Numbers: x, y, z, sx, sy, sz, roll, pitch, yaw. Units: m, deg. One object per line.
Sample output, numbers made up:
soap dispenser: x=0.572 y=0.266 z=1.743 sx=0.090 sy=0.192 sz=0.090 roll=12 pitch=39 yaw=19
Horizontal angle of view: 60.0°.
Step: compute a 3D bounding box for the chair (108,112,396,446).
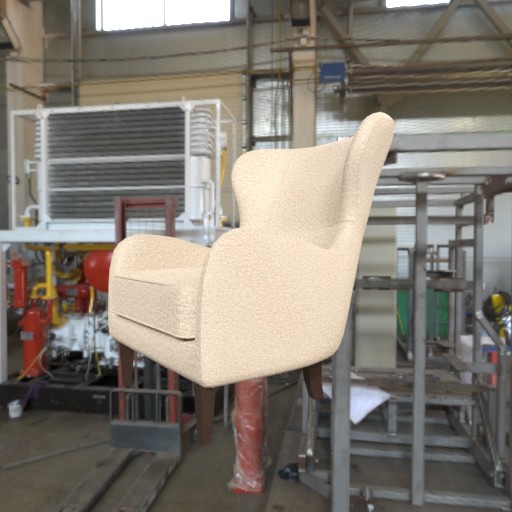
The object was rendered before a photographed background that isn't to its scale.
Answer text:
chair: x=0.000 y=0.000 z=1.782 sx=0.984 sy=1.064 sz=0.861 roll=-1 pitch=2 yaw=-35
